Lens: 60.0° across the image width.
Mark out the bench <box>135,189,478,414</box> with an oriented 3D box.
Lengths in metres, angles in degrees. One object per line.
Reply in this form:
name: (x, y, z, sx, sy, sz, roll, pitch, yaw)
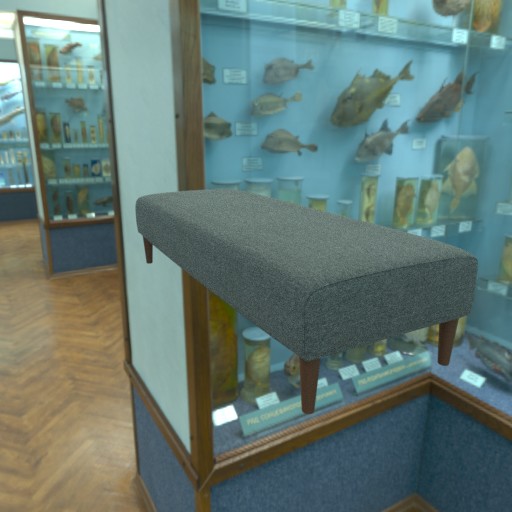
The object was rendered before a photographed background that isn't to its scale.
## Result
bench: (0.000, 0.000, 1.838, 0.631, 0.384, 1.598, -8, 18, -27)
